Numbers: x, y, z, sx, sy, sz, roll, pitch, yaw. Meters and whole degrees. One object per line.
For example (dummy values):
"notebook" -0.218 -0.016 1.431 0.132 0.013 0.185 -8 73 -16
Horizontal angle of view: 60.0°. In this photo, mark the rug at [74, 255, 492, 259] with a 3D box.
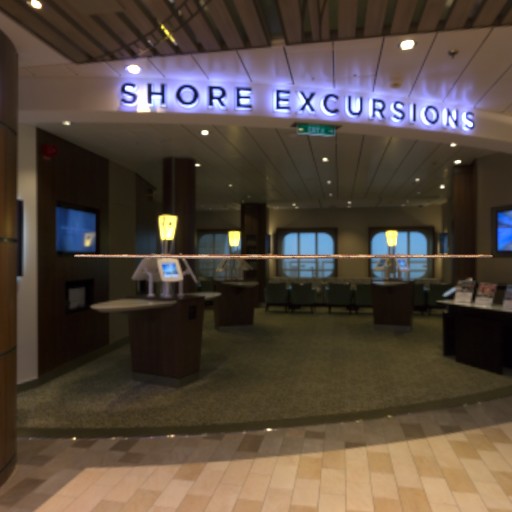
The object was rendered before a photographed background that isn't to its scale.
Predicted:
"rug" 0.000 0.000 4.060 2.466 0.021 3.049 0 0 -35
